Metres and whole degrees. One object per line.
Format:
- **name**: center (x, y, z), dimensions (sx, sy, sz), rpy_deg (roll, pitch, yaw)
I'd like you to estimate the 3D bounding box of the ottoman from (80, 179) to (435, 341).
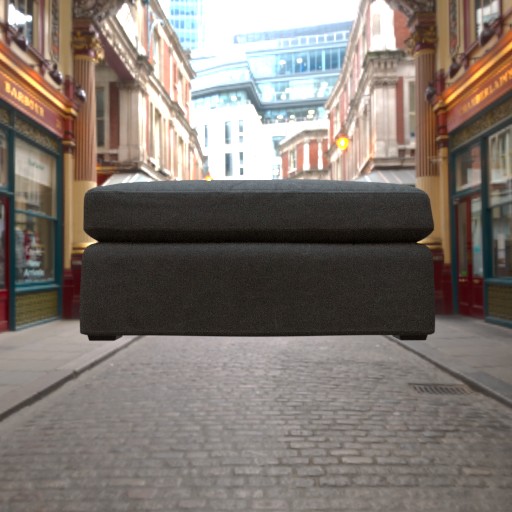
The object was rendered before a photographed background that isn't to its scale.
- **ottoman**: center (0.000, 0.000, 1.591), dimensions (0.840, 0.429, 1.199), rpy_deg (0, -2, -1)
